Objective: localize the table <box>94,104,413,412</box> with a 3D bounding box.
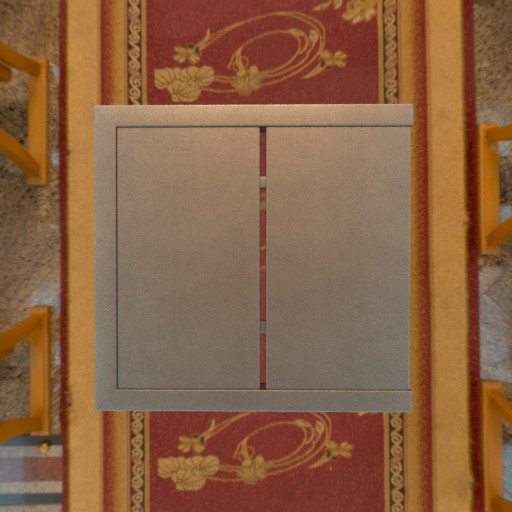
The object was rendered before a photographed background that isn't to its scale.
[{"bbox_3d":[0.000,0.000,0.887,0.420,0.609,0.405,0,91,1],"label":"table"}]
